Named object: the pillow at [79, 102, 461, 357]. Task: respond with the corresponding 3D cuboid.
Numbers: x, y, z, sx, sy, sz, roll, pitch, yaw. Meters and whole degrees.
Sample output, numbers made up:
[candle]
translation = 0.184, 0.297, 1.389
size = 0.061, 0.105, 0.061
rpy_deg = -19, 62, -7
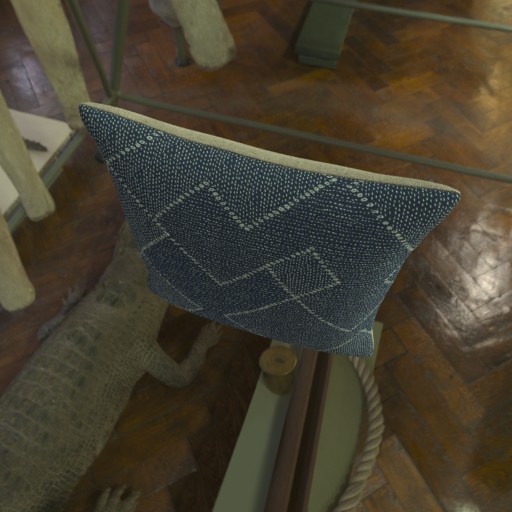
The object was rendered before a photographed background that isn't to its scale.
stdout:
[pillow]
translation = 0.000, 0.000, 0.649
size = 0.435, 0.428, 0.148
rpy_deg = 16, 58, 10
